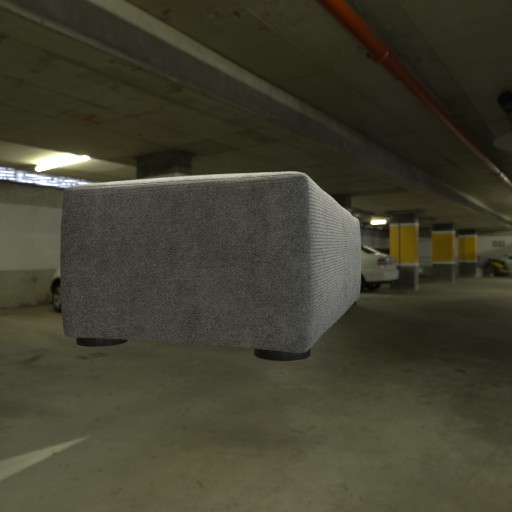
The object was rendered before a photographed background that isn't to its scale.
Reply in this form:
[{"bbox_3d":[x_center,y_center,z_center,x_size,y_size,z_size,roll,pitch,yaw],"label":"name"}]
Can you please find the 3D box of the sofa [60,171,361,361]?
[{"bbox_3d":[0.000,0.000,1.180,0.480,0.330,0.930,0,0,18],"label":"sofa"}]
